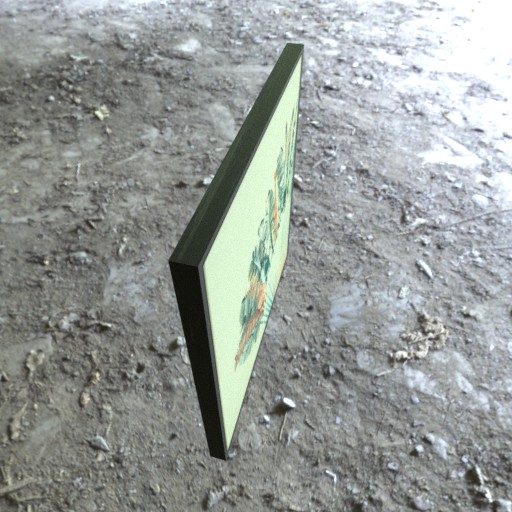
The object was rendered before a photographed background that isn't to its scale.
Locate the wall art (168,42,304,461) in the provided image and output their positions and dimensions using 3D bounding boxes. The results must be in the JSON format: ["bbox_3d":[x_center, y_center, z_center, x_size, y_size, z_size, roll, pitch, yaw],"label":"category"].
[{"bbox_3d":[0.000,0.000,1.128,0.043,0.758,0.762,11,48,10],"label":"wall art"}]
